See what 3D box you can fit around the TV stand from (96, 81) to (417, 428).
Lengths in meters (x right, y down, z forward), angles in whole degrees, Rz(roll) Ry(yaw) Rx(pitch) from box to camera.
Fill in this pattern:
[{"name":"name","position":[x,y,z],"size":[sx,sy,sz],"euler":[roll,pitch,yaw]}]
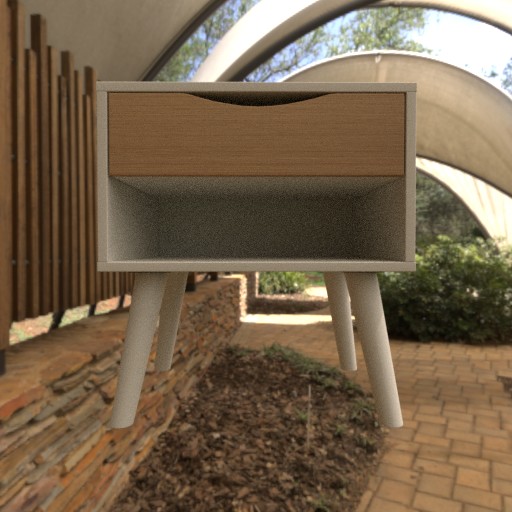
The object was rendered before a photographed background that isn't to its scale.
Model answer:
[{"name":"TV stand","position":[0.000,0.000,0.908],"size":[0.508,0.559,0.405],"euler":[0,1,0]}]
